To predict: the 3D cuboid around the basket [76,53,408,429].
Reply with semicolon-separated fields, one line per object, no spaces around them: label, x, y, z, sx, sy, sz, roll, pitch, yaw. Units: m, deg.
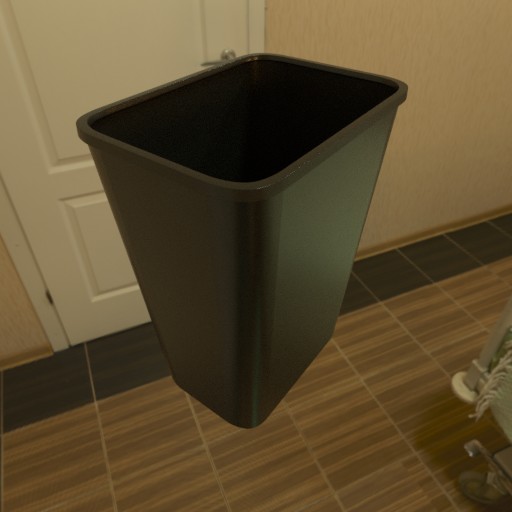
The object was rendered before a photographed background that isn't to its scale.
basket;0.000;0.000;0.739;0.287;0.521;0.394;26;46;28
